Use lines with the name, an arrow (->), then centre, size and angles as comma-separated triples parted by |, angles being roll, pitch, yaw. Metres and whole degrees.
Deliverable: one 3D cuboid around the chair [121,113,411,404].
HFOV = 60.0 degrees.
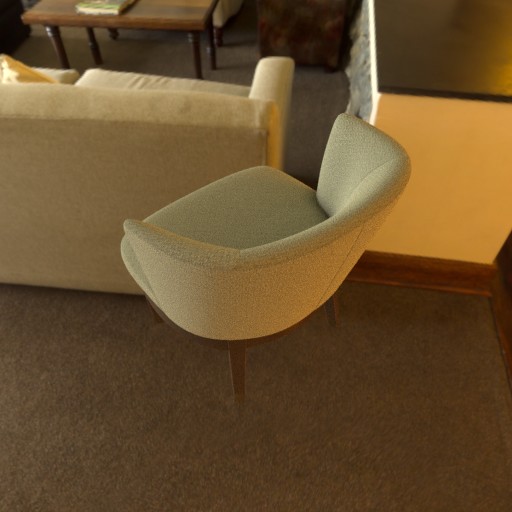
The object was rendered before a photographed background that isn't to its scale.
chair -> 0.000, 0.000, 1.322 | 0.700, 0.760, 0.660 | -32, 55, -26
